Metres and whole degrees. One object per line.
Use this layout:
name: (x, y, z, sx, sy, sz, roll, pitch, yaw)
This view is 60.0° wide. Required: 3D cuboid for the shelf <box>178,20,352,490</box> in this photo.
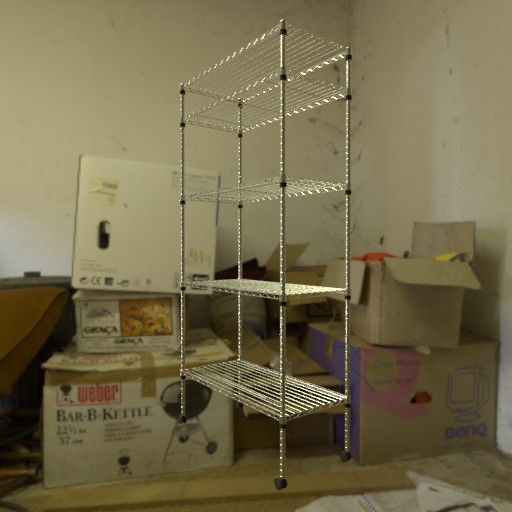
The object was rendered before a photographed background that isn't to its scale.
shelf: (0.000, 0.000, 1.893, 0.356, 1.587, 0.762, -1, 1, -37)
